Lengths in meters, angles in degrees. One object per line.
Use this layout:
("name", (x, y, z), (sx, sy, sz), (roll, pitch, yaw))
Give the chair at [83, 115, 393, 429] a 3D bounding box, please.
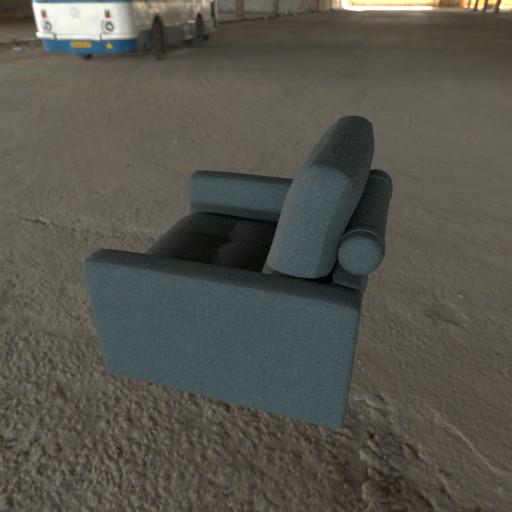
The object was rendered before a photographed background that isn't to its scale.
("chair", (0.000, 0.000, 1.548), (0.843, 0.880, 0.821), (9, 32, 15))
